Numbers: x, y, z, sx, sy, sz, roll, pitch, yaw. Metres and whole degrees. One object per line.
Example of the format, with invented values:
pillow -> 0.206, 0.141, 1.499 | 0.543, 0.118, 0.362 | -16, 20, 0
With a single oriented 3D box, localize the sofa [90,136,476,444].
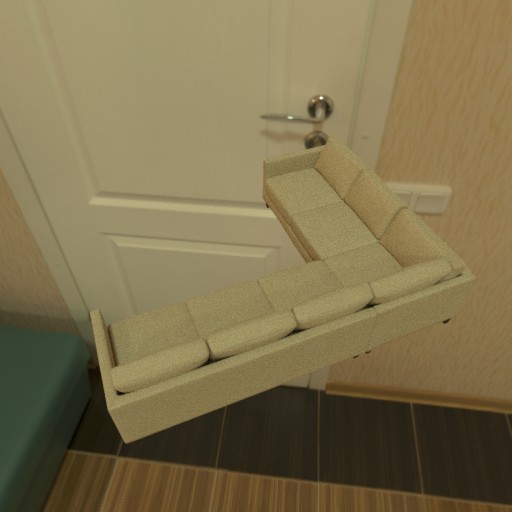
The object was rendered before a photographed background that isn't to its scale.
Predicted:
sofa -> 0.000, 0.000, 4.376 | 3.182, 0.863, 2.432 | -16, 47, -16
